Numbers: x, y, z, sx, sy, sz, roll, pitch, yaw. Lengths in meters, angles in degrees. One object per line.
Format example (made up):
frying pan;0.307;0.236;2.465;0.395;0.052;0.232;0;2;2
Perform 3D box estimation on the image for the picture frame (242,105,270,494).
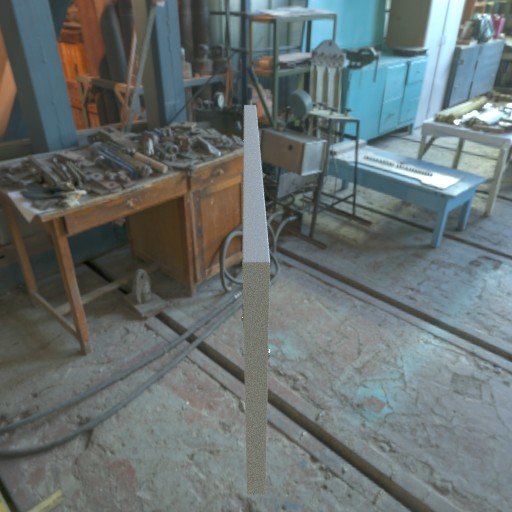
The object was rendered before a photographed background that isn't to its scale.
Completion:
picture frame;0.000;0.000;0.790;0.044;0.379;0.647;-1;31;-1
